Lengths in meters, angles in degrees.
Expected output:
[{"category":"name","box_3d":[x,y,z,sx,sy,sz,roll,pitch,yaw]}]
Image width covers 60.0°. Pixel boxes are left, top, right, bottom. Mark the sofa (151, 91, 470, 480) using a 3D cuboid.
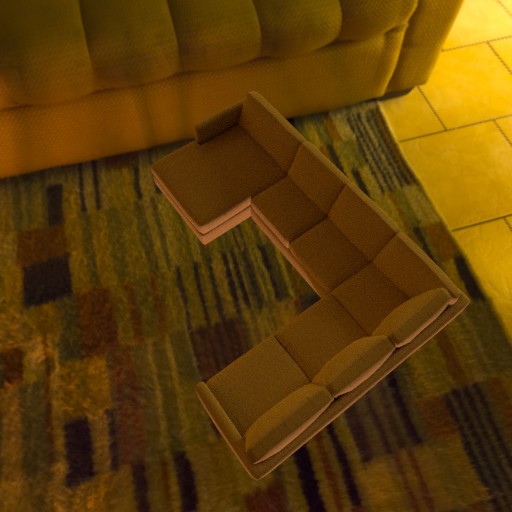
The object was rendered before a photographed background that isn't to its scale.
[{"category":"sofa","box_3d":[0.000,0.000,4.702,2.594,0.961,3.460,-34,68,-16]}]
